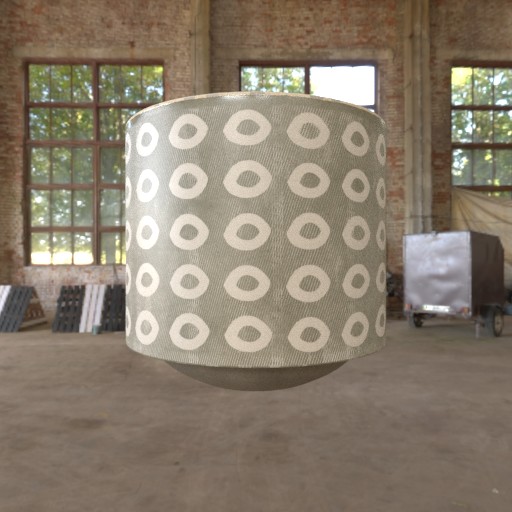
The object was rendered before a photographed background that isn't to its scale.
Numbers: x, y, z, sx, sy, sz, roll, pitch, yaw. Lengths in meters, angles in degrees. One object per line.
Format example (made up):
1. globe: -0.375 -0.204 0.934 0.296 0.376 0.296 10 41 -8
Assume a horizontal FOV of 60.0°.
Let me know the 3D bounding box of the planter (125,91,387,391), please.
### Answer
1. planter: 0.000 0.000 0.443 0.250 0.239 0.250 0 0 0
